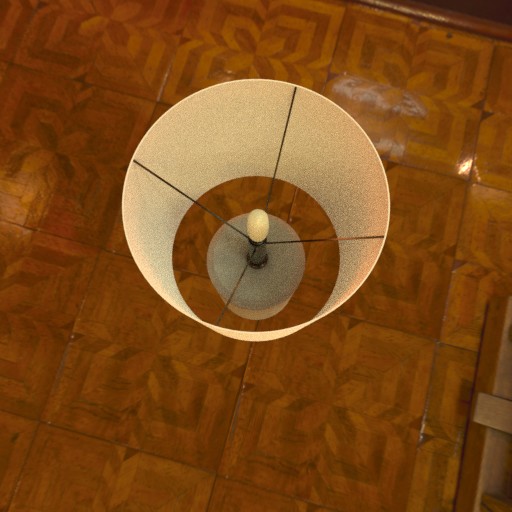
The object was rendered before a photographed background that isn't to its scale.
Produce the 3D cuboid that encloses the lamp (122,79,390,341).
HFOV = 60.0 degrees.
[{"bbox_3d":[0.000,0.000,0.544,0.206,0.416,0.206,17,78,4],"label":"lamp"}]
